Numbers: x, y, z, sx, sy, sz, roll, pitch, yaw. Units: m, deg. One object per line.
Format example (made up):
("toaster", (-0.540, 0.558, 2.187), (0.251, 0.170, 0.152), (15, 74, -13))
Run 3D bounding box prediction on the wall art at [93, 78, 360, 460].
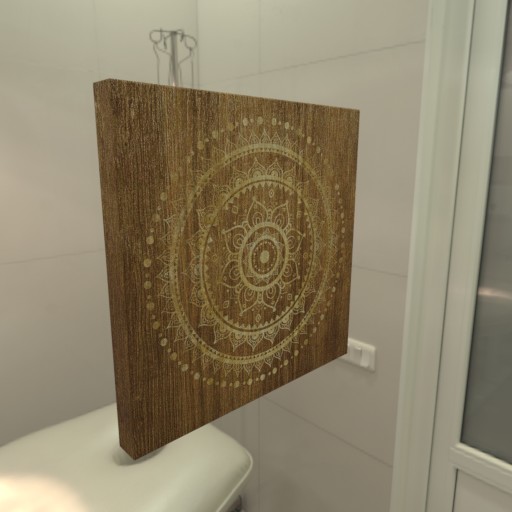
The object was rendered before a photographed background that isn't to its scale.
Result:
("wall art", (0.000, 0.000, 0.599), (0.406, 0.403, 0.039), (-12, 17, -42))
